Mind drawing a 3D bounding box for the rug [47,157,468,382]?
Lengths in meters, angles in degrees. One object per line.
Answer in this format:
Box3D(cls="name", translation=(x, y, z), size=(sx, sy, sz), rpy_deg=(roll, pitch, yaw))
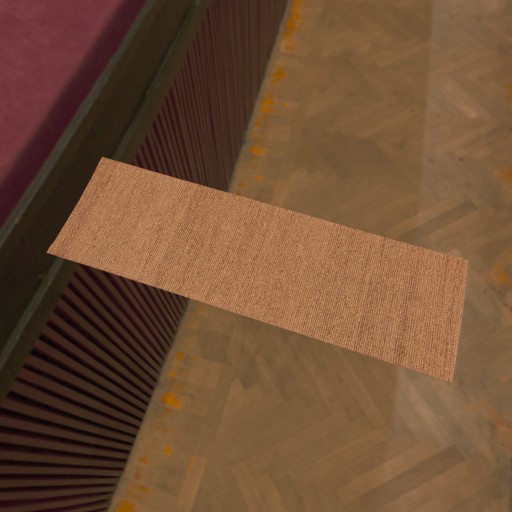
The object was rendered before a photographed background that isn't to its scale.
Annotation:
Box3D(cls="rug", translation=(0.000, 0.000, 2.606), size=(2.390, 0.014, 0.741), rpy_deg=(17, 65, 8))
